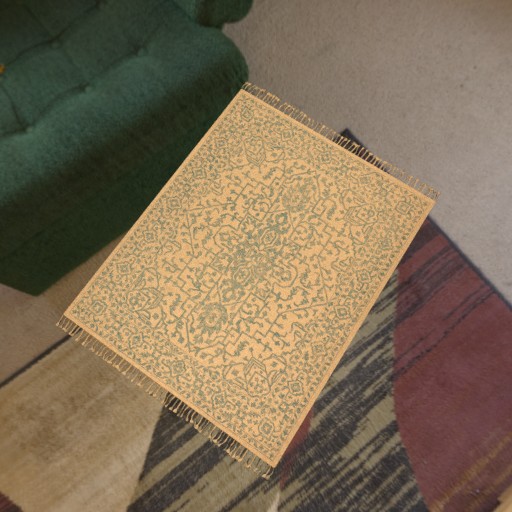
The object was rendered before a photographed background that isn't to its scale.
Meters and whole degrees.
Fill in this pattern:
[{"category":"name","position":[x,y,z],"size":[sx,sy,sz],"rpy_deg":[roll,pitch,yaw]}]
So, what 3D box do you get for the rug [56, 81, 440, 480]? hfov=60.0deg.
[{"category":"rug","position":[0.000,0.000,4.438],"size":[2.464,0.010,3.327],"rpy_deg":[33,77,9]}]
